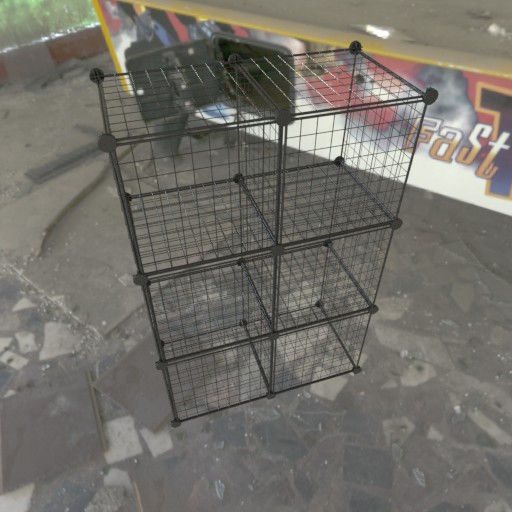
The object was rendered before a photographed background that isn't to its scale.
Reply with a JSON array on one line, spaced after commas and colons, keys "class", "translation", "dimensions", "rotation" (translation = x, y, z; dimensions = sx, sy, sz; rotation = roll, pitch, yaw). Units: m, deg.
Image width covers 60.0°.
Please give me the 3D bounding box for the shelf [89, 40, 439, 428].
[{"class": "shelf", "translation": [0.000, 0.000, 1.346], "dimensions": [0.711, 1.067, 0.356], "rotation": [-12, 43, -13]}]
